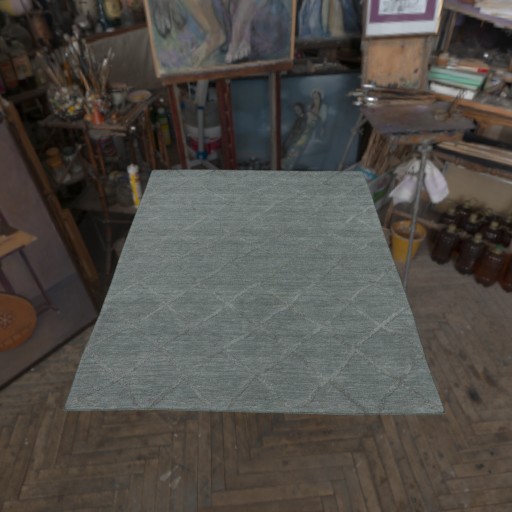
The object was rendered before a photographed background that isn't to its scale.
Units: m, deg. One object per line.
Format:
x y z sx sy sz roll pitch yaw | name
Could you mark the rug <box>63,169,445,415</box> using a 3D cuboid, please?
0.000 0.000 3.945 2.438 0.013 3.048 0 41 0 | rug
